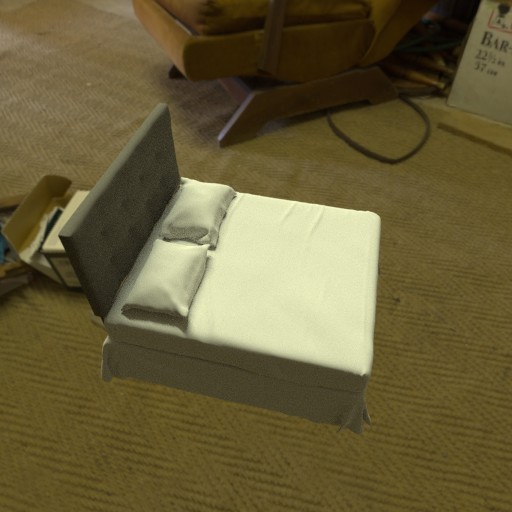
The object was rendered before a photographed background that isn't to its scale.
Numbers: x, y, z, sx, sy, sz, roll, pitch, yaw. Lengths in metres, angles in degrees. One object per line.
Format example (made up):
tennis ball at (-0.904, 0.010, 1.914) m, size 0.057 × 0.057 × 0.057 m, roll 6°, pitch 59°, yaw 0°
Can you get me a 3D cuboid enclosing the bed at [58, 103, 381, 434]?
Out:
bed at (0.000, 0.000, 3.574) m, size 2.222 × 1.577 × 1.936 m, roll 10°, pitch 48°, yaw 9°
